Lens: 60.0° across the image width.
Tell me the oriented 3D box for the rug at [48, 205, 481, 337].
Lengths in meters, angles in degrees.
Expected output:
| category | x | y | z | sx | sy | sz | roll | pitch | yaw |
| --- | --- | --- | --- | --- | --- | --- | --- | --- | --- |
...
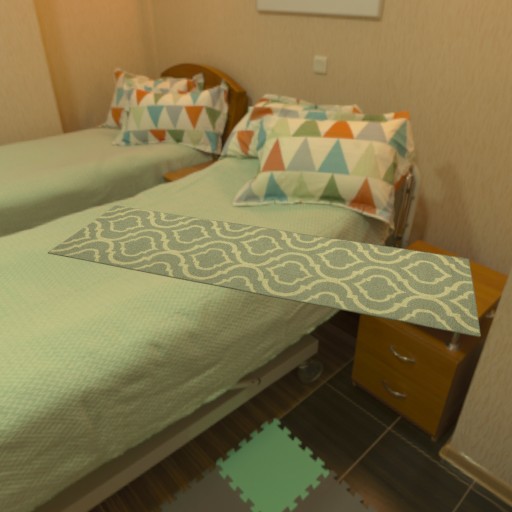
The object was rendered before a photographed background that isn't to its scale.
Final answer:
| category | x | y | z | sx | sy | sz | roll | pitch | yaw |
| --- | --- | --- | --- | --- | --- | --- | --- | --- | --- |
| rug | 0.000 | 0.000 | 2.495 | 2.275 | 0.009 | 0.684 | 10 | 32 | 16 |
